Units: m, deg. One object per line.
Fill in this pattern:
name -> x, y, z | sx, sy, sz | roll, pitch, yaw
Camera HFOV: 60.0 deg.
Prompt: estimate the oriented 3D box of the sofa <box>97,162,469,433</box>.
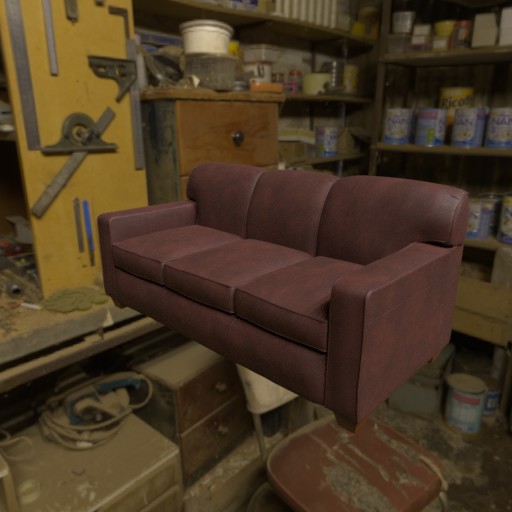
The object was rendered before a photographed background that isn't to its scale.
sofa -> 0.000, 0.000, 2.614 | 2.039, 0.953, 1.008 | 16, 23, 41
